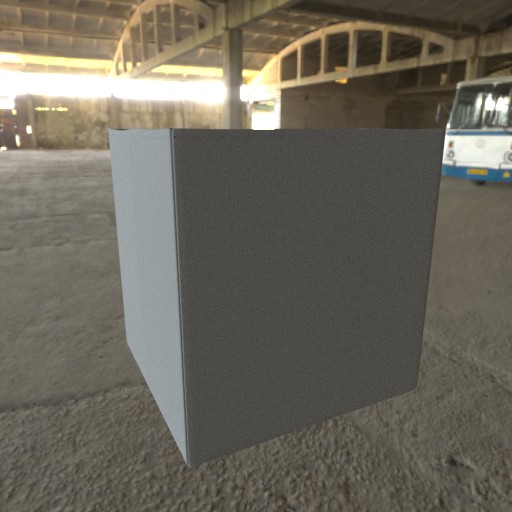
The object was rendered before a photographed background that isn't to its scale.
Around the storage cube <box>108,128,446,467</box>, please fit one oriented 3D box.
[{"bbox_3d":[0.000,0.000,0.507,0.270,0.280,0.270,-8,18,-26],"label":"storage cube"}]
